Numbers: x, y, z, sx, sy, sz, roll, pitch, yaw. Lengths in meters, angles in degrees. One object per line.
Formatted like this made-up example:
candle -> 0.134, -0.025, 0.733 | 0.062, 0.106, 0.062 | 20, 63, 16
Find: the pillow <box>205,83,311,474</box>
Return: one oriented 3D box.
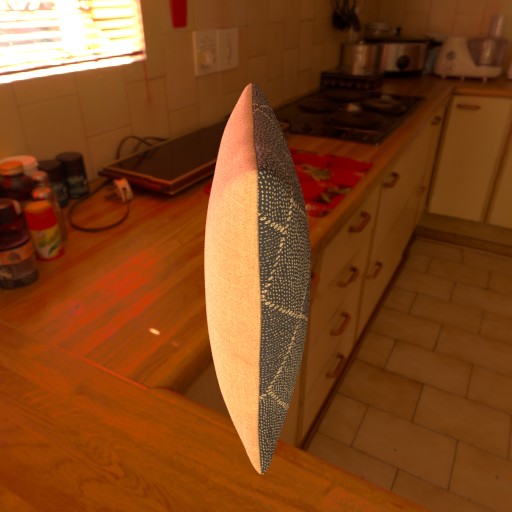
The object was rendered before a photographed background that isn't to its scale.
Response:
pillow -> 0.000, 0.000, 0.671 | 0.148, 0.428, 0.435 | -1, 31, -1
